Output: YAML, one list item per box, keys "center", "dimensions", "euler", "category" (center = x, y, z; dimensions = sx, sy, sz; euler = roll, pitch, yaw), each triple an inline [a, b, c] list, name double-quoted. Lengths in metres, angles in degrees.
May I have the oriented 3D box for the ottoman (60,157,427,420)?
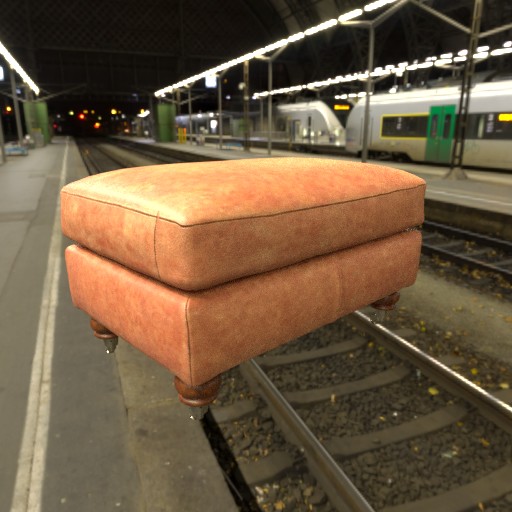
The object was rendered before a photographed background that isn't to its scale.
- center: [0.000, 0.000, 1.201]
  dimensions: [0.852, 0.507, 0.565]
  euler: [-15, 22, -41]
  category: "ottoman"
